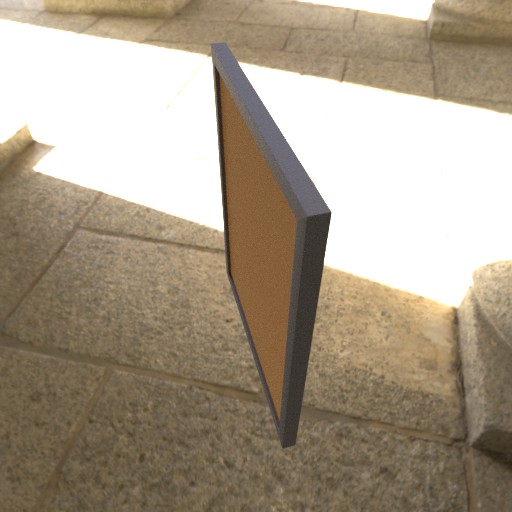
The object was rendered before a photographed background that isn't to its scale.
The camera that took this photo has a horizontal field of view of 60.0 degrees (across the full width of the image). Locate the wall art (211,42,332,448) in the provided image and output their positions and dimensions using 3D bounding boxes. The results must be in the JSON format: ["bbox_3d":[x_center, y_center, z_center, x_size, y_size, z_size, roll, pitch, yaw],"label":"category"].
[{"bbox_3d":[0.000,0.000,0.777,0.029,0.558,0.458,-11,46,-11],"label":"wall art"}]
